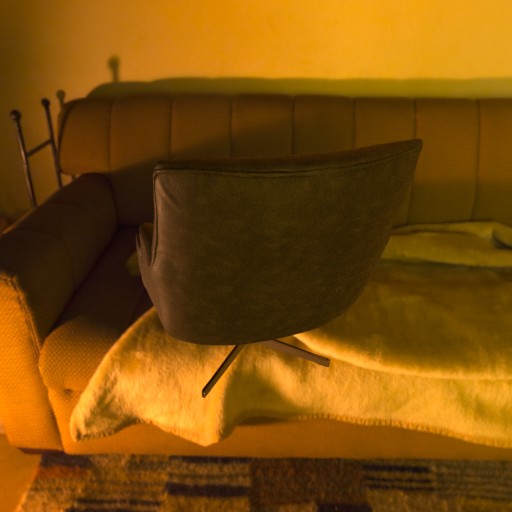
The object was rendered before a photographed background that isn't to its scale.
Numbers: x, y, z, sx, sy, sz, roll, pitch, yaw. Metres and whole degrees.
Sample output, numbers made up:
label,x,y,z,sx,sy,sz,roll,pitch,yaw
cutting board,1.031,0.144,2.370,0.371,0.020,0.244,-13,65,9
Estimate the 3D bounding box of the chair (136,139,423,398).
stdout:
label,x,y,z,sx,sy,sz,roll,pitch,yaw
chair,0.000,0.000,1.496,0.738,0.870,0.874,-9,28,-17
